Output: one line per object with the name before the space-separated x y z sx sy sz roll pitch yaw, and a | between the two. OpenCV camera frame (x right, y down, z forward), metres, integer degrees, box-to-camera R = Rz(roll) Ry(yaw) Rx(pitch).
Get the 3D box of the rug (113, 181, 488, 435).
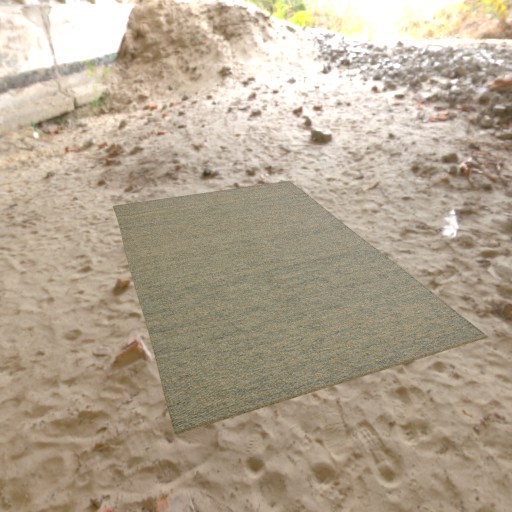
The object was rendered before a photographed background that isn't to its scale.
rug | 0.000 0.000 2.834 1.547 0.013 2.283 -11 32 -18
